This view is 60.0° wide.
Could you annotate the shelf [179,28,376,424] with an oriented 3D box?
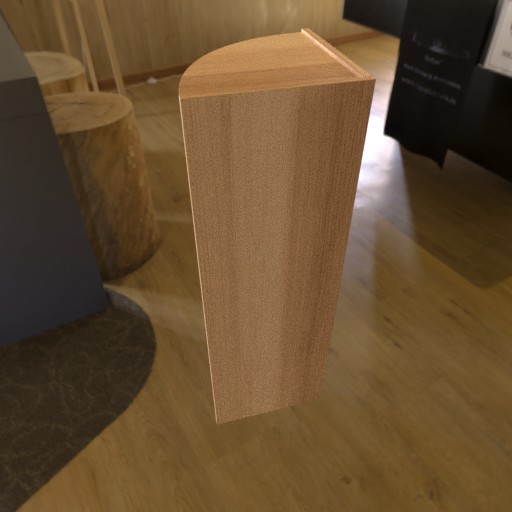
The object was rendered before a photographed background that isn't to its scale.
[{"bbox_3d":[0.000,0.000,1.019,0.290,0.872,0.290,-10,42,-11],"label":"shelf"}]
